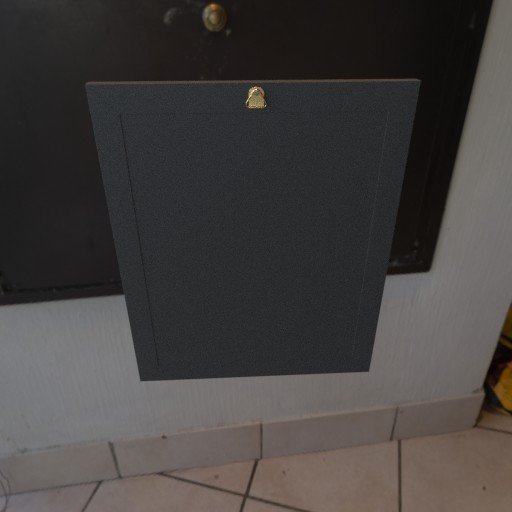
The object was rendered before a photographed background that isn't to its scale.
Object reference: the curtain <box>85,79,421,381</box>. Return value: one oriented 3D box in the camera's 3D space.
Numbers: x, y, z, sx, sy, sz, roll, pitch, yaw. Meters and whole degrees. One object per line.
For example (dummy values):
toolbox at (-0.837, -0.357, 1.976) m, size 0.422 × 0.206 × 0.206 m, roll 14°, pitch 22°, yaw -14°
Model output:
curtain at (0.000, 0.000, 0.790) m, size 0.483 × 0.585 × 0.027 m, roll -2°, pitch 31°, yaw -3°
